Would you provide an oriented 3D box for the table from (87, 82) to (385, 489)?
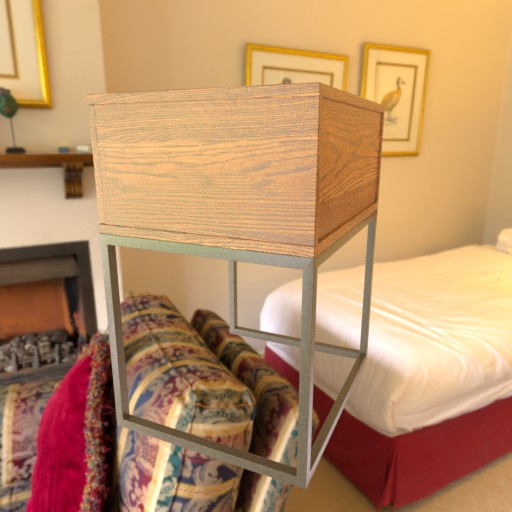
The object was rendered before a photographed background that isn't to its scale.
[{"bbox_3d":[0.000,0.000,0.921,0.400,0.610,0.482,7,17,24],"label":"table"}]
